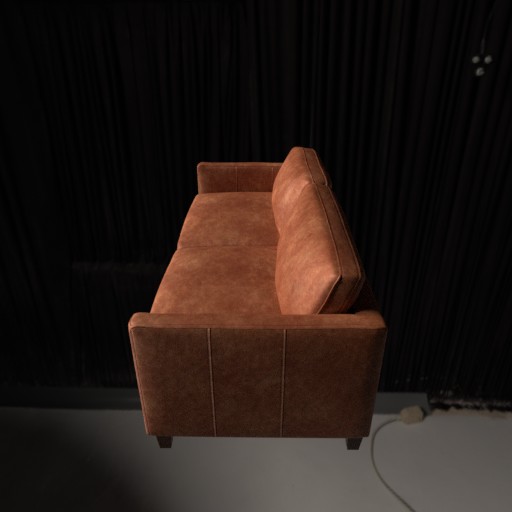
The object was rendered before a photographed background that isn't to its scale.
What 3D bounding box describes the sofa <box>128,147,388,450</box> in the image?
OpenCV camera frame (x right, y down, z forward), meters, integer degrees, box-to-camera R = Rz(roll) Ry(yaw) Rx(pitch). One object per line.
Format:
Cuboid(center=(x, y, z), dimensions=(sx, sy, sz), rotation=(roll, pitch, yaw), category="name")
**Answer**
Cuboid(center=(0.000, 0.000, 2.464), dimensions=(0.923, 0.863, 1.971), rotation=(0, 28, 1), category="sofa")
